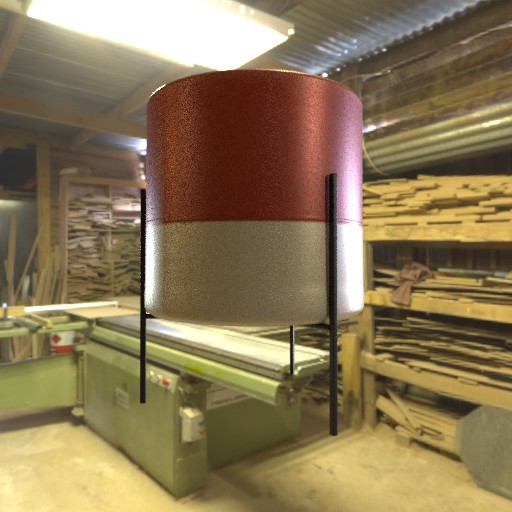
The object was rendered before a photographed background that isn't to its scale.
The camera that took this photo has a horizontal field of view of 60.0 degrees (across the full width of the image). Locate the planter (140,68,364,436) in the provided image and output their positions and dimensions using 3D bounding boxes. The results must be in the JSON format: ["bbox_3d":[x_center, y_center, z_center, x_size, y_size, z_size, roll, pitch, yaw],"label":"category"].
[{"bbox_3d":[0.000,0.000,0.715,0.345,0.465,0.354,0,-1,-35],"label":"planter"}]
